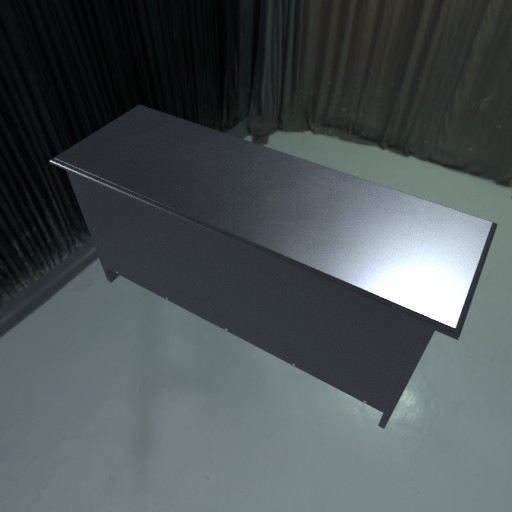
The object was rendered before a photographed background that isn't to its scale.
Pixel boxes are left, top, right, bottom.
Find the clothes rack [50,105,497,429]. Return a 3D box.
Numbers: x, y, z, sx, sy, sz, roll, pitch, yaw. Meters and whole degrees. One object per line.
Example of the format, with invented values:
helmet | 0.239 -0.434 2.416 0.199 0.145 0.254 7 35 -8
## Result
clothes rack | 0.000 0.000 1.439 1.219 0.556 0.406 24 51 21
